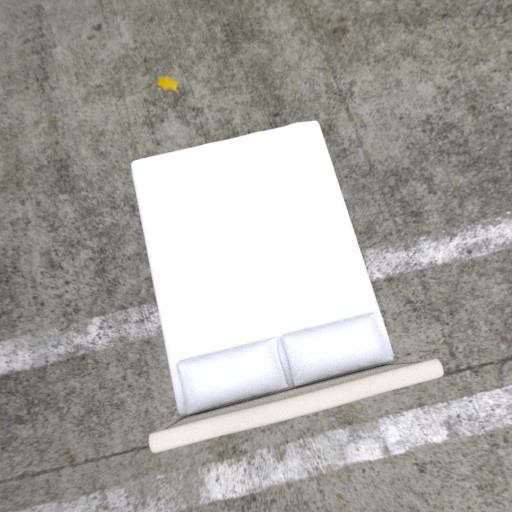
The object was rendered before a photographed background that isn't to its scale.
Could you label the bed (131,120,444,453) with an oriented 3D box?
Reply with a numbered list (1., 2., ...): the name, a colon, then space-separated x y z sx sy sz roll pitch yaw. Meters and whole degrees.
1. bed: 0.000 0.000 3.308 1.741 1.449 2.196 -14 75 -4
